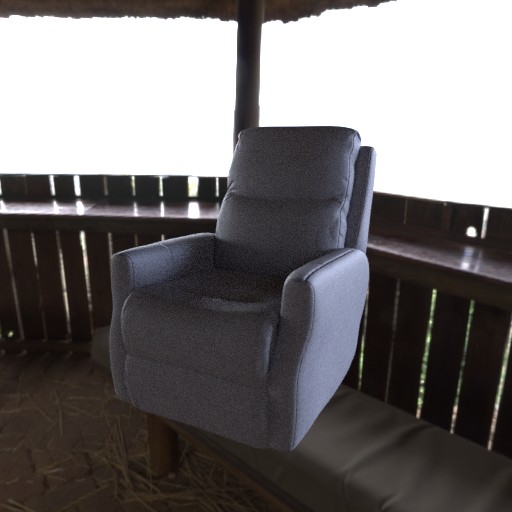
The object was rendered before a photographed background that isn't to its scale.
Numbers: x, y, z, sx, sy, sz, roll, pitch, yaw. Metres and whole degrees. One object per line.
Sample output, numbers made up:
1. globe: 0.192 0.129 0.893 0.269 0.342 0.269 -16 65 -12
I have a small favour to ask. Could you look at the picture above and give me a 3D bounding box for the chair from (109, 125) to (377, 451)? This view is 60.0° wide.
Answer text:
1. chair: 0.000 0.000 1.799 0.829 1.030 1.080 7 17 25
